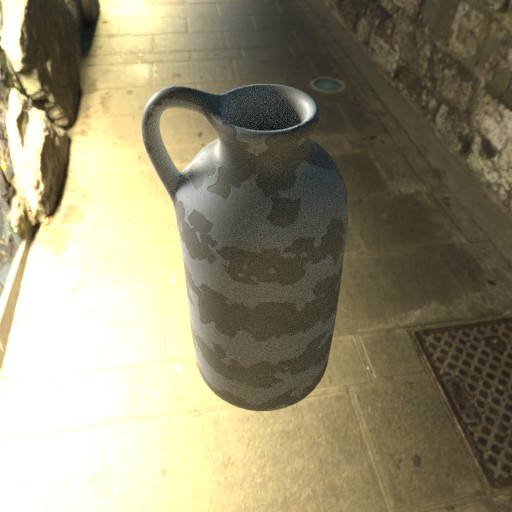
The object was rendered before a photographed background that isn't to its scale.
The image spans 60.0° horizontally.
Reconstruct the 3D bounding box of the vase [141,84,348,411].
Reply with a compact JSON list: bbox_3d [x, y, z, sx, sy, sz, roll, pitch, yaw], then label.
[{"bbox_3d":[0.000,0.000,0.493,0.203,0.382,0.186,3,45,3],"label":"vase"}]
